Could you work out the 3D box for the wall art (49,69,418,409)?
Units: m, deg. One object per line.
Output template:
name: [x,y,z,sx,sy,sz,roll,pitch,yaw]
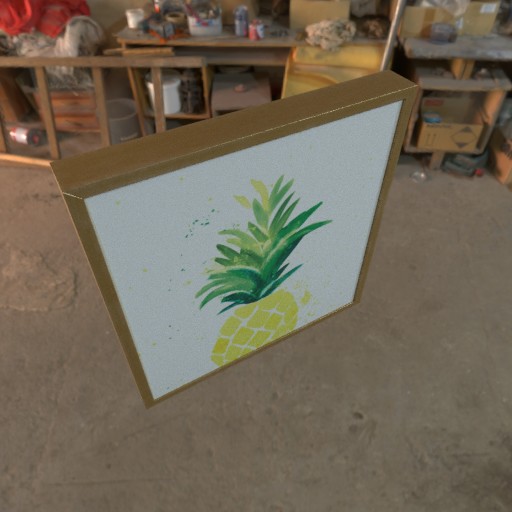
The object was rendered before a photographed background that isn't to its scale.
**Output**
wall art: [0.000,0.000,0.454,0.306,0.305,0.038,-22,50,-20]
